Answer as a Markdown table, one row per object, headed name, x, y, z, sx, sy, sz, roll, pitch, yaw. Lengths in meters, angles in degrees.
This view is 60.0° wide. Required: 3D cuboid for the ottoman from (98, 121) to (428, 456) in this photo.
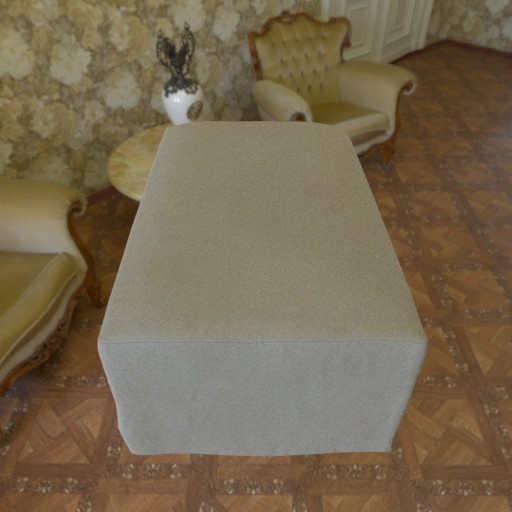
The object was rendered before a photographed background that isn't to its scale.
| name | x | y | z | sx | sy | sz | roll | pitch | yaw |
| --- | --- | --- | --- | --- | --- | --- | --- | --- | --- |
| ottoman | 0.000 | 0.000 | 1.158 | 0.590 | 0.444 | 0.872 | -1 | 41 | -1 |
